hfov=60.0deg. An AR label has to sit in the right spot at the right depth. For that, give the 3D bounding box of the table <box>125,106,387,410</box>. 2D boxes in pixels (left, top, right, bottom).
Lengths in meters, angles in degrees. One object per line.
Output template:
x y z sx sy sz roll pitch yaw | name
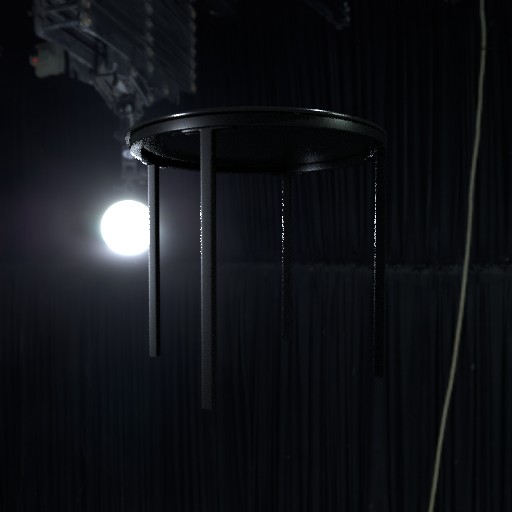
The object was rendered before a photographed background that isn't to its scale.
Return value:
0.000 0.000 0.886 0.499 0.443 0.499 0 2 0 | table
